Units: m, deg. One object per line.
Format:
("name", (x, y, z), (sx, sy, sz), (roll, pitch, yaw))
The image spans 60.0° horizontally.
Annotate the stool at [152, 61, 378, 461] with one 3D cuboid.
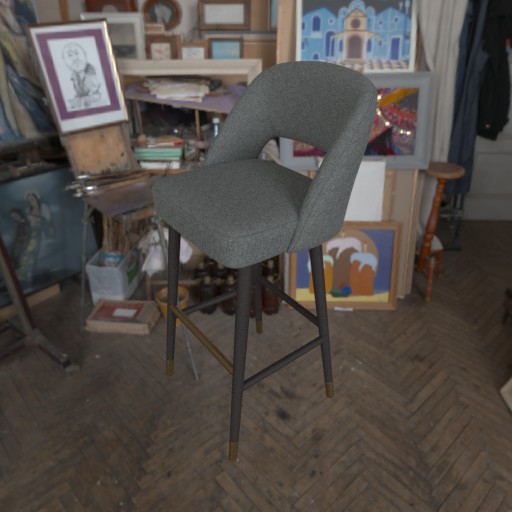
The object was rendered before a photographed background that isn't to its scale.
("stool", (0.000, 0.000, 1.391), (0.524, 1.089, 0.536), (-20, 36, -30))
